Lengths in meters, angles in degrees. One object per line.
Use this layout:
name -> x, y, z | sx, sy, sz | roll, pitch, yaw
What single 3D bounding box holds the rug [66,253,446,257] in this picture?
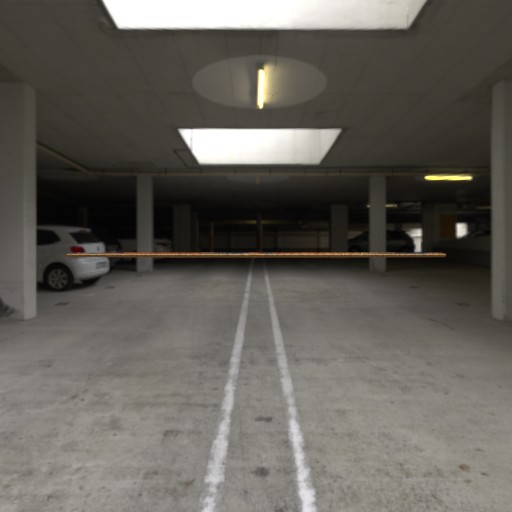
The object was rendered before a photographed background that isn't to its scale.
rug -> 0.000, 0.000, 2.209 | 1.148, 0.013, 1.758 | 0, 0, 0
